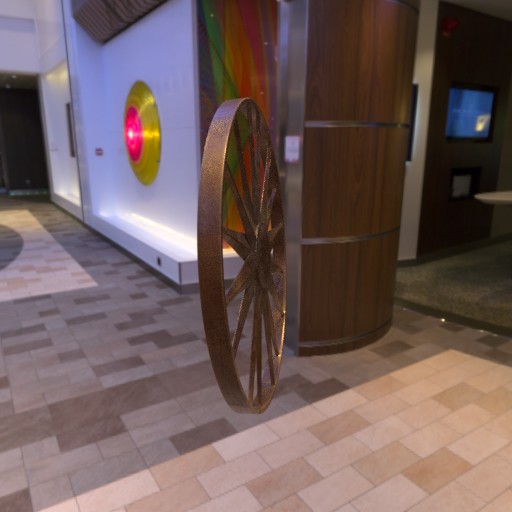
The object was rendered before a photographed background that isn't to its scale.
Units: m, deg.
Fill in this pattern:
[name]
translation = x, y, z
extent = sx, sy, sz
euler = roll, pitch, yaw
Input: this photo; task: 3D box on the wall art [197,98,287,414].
[wall art]
translation = 0.000, 0.000, 0.865
extent = 0.084, 0.583, 0.582
euler = 3, 15, 11
